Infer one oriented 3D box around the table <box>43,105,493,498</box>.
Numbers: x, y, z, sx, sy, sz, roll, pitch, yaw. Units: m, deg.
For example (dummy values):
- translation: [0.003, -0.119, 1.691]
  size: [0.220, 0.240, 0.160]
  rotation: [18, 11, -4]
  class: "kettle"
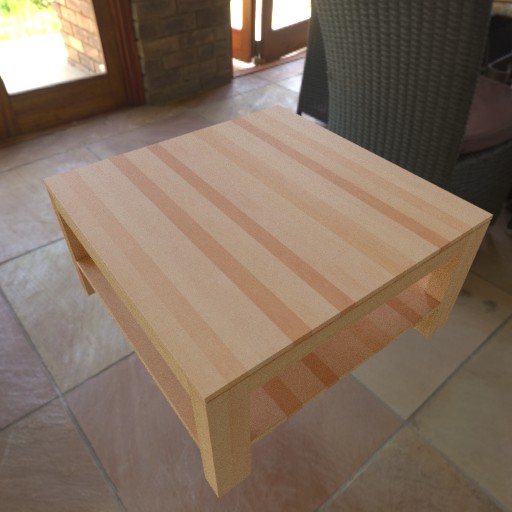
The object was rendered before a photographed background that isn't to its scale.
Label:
- translation: [0.000, 0.000, 1.392]
  size: [0.900, 0.450, 0.900]
  rotation: [-26, 48, -27]
  class: "table"
